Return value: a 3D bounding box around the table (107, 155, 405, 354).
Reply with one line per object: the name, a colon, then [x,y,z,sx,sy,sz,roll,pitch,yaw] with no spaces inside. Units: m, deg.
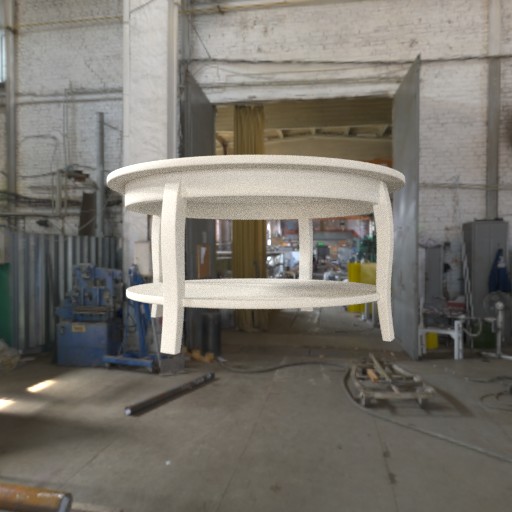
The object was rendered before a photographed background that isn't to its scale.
table: [0.000,0.000,1.430,0.910,0.457,0.910,0,1,0]
